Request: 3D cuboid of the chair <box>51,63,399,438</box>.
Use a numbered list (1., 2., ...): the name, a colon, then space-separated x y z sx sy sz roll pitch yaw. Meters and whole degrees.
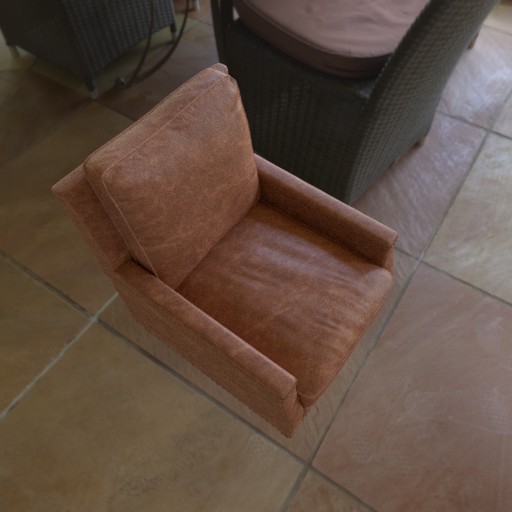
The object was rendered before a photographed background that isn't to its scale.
1. chair: 0.000 0.000 1.811 1.035 1.054 0.854 32 62 19
